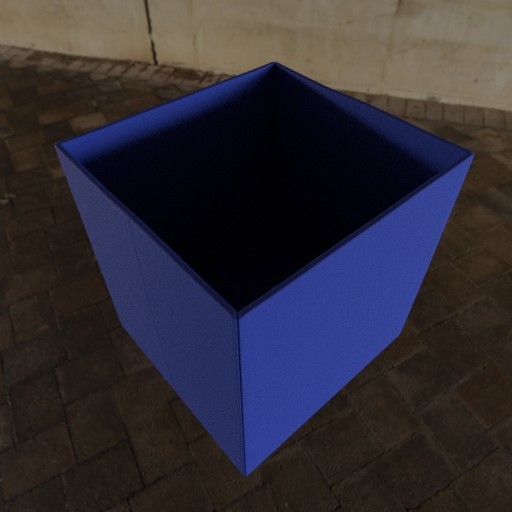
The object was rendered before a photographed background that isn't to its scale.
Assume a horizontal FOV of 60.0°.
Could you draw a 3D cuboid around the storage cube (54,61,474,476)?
[{"bbox_3d":[0.000,0.000,0.487,0.270,0.280,0.270,-32,54,-27],"label":"storage cube"}]
